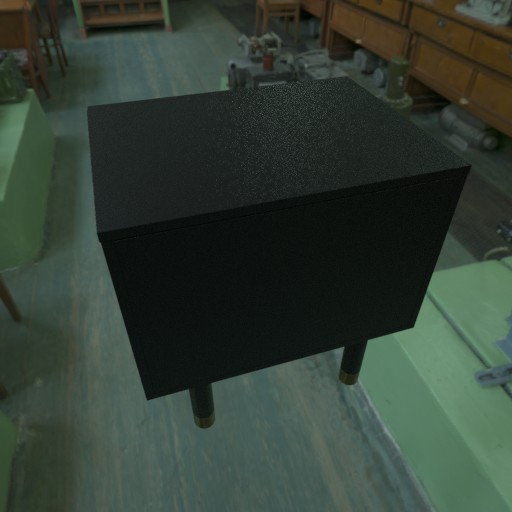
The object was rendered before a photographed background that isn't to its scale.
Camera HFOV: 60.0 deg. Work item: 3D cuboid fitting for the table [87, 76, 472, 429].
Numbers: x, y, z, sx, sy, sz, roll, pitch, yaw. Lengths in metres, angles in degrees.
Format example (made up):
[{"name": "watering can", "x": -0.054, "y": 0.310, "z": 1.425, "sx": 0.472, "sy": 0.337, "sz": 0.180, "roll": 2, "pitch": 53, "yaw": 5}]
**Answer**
[{"name": "table", "x": 0.000, "y": 0.000, "z": 0.973, "sx": 0.564, "sy": 0.584, "sz": 0.441, "roll": -12, "pitch": 42, "yaw": -14}]
